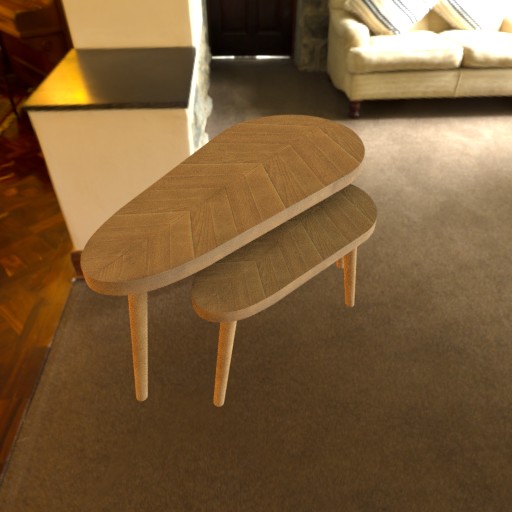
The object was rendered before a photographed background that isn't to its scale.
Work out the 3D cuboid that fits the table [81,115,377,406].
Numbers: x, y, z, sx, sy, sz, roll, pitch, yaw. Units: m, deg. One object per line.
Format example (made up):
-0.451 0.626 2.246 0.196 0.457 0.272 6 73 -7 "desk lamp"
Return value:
0.000 0.000 1.620 0.701 0.595 1.190 26 46 27 "table"
